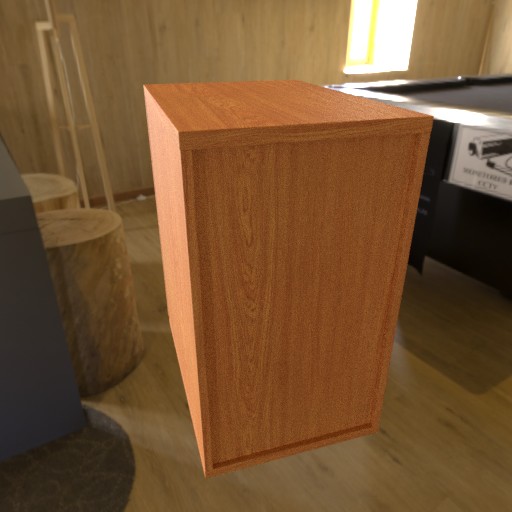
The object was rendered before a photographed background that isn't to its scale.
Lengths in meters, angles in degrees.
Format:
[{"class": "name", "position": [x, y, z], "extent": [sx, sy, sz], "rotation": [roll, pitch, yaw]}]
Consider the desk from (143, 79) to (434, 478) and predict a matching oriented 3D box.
[{"class": "desk", "position": [0.000, 0.000, 1.069], "extent": [0.404, 0.730, 0.600], "rotation": [-8, 28, -15]}]
